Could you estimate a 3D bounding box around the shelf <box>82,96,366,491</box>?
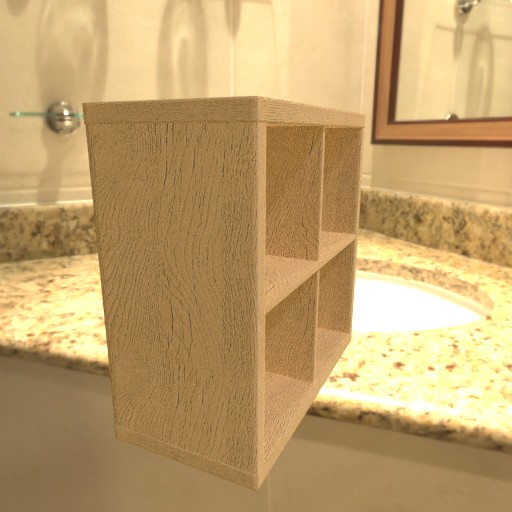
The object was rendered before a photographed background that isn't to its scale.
[{"bbox_3d":[0.000,0.000,1.253,0.390,0.786,0.790,7,17,25],"label":"shelf"}]
